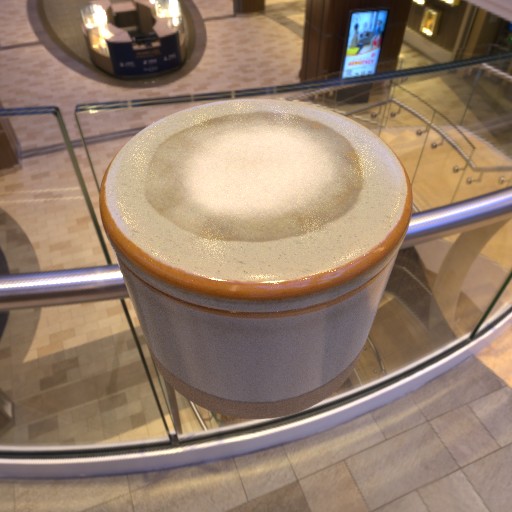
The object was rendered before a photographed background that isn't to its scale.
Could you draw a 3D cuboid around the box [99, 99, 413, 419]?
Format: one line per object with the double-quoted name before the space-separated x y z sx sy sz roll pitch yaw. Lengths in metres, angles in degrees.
"box" 0.000 0.000 0.211 0.123 0.100 0.123 0 47 0
